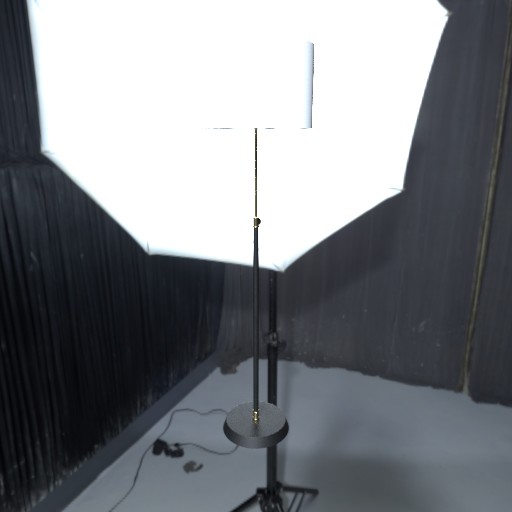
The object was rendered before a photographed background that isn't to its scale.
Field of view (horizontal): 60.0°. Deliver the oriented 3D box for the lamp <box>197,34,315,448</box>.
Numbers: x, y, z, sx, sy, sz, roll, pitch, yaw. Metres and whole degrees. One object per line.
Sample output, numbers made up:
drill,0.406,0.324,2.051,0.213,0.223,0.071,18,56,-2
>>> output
lamp,0.000,0.000,1.713,0.404,1.517,0.404,7,16,24
